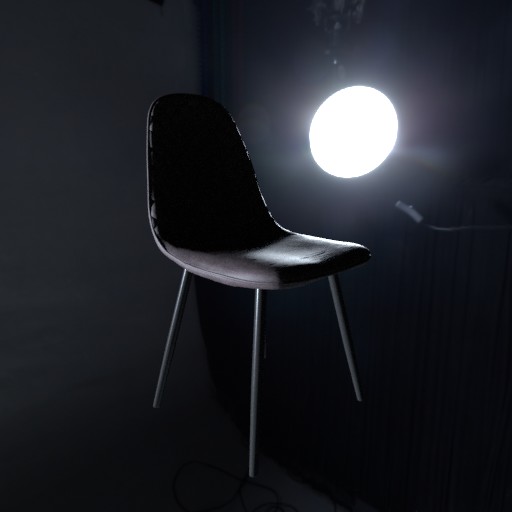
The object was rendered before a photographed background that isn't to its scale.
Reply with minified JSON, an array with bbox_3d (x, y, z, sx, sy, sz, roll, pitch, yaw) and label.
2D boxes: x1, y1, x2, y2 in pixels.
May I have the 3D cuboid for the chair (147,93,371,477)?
[{"bbox_3d":[0.000,0.000,1.220,0.561,0.889,0.472,13,18,43],"label":"chair"}]
